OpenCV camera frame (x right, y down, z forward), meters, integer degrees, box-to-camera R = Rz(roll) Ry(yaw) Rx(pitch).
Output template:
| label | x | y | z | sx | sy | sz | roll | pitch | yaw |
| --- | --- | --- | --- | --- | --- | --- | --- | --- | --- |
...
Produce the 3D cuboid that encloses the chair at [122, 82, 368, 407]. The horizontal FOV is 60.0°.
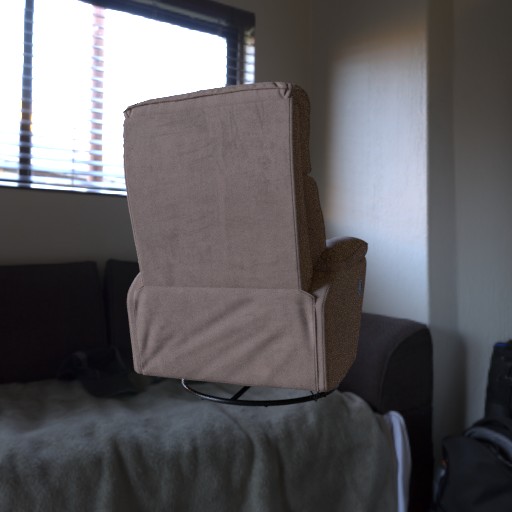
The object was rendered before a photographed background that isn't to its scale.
| label | x | y | z | sx | sy | sz | roll | pitch | yaw |
| --- | --- | --- | --- | --- | --- | --- | --- | --- | --- |
| chair | 0.000 | 0.000 | 1.786 | 0.820 | 1.037 | 1.004 | 0 | 0 | 19 |
